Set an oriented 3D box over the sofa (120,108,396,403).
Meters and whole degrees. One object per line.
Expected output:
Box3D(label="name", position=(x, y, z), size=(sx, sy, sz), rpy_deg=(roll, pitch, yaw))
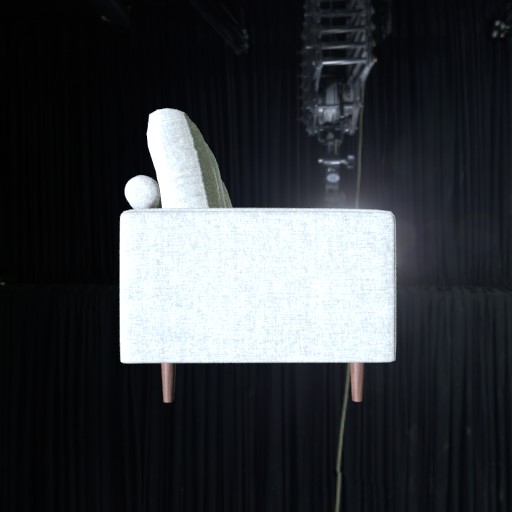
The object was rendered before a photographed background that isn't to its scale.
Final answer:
Box3D(label="sofa", position=(0.000, 0.000, 1.937), size=(0.842, 0.907, 1.407), rpy_deg=(0, 0, -1))
